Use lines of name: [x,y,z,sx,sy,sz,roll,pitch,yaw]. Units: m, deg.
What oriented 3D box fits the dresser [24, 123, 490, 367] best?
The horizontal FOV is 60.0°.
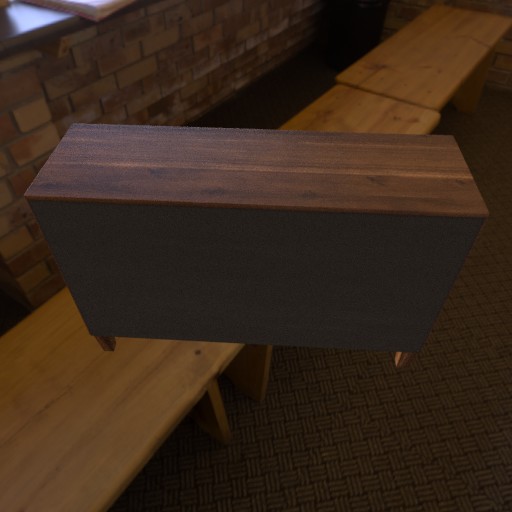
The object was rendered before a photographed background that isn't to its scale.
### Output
dresser: [0.000,0.000,1.789,1.387,0.892,0.438,3,46,2]
